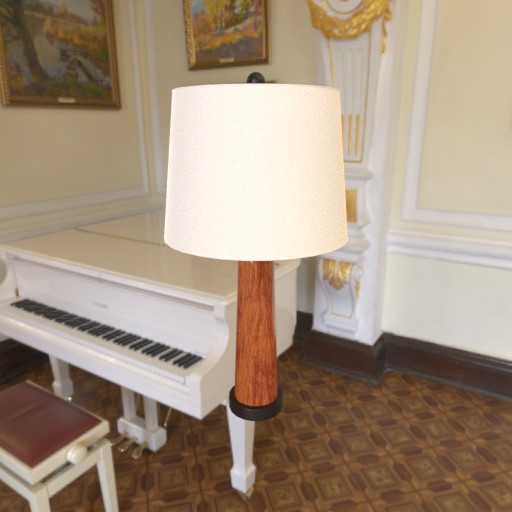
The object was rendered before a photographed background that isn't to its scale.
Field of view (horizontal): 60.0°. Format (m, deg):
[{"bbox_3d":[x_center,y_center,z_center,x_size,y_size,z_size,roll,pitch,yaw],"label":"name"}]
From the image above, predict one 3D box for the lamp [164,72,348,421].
[{"bbox_3d":[0.000,0.000,0.865,0.349,0.667,0.349,0,16,0],"label":"lamp"}]
